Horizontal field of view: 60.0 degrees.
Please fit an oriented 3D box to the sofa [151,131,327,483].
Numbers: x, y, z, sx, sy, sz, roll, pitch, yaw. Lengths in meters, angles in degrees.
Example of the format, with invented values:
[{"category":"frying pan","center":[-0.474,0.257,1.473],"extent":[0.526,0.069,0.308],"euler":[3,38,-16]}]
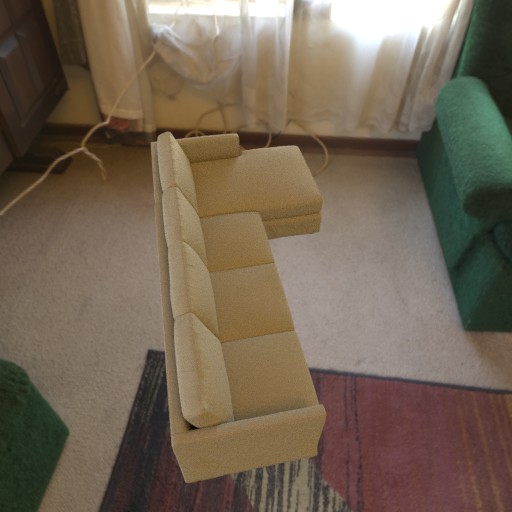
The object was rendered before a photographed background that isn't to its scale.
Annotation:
[{"category":"sofa","center":[0.000,0.000,3.855],"extent":[1.622,0.867,3.177],"euler":[-8,48,-8]}]
